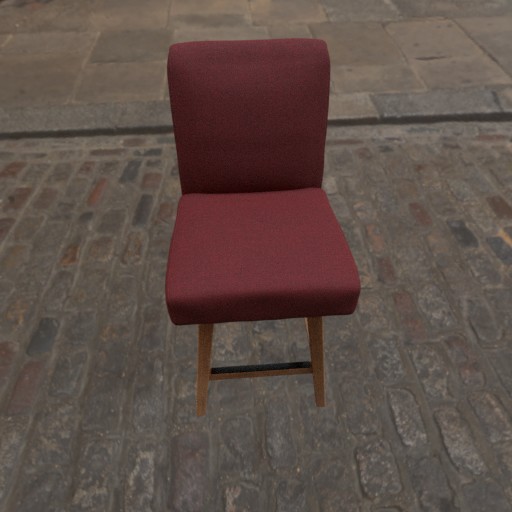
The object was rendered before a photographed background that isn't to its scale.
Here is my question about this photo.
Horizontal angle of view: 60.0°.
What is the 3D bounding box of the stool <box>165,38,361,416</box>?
[{"bbox_3d":[0.000,0.000,1.308,0.468,1.038,0.562,-3,46,-3],"label":"stool"}]
